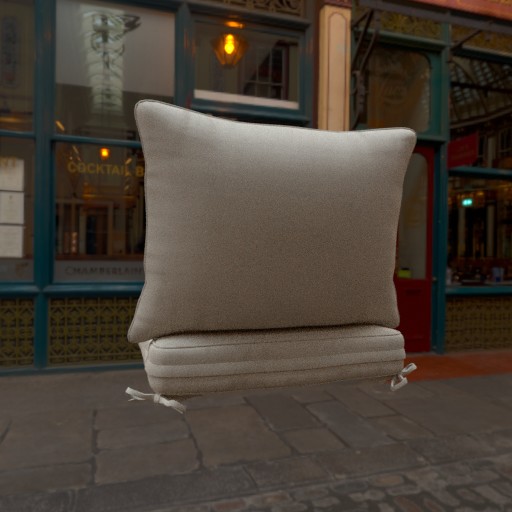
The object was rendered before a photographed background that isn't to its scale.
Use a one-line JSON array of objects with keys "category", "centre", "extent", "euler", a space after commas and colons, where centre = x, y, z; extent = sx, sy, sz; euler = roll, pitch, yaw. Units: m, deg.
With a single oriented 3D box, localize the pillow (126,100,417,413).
[{"category": "pillow", "centre": [0.000, 0.000, 1.395], "extent": [0.798, 0.716, 0.733], "euler": [0, 0, -18]}]
